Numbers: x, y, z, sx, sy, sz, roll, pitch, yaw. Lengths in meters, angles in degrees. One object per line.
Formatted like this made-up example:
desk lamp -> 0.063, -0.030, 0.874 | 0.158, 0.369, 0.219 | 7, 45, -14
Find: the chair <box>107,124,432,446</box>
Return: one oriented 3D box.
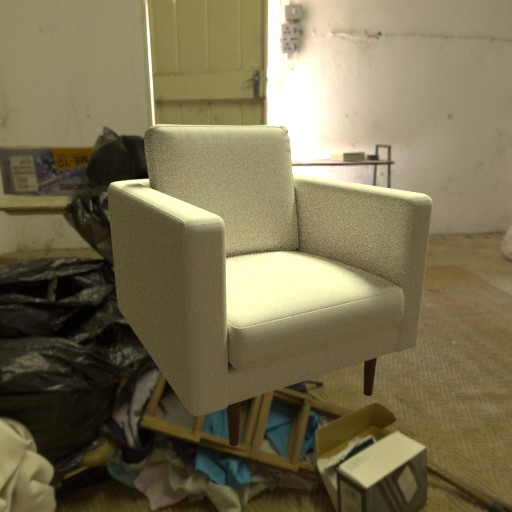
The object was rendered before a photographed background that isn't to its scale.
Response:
chair -> 0.000, 0.000, 1.574 | 0.831, 0.899, 0.879 | -9, 18, -28
